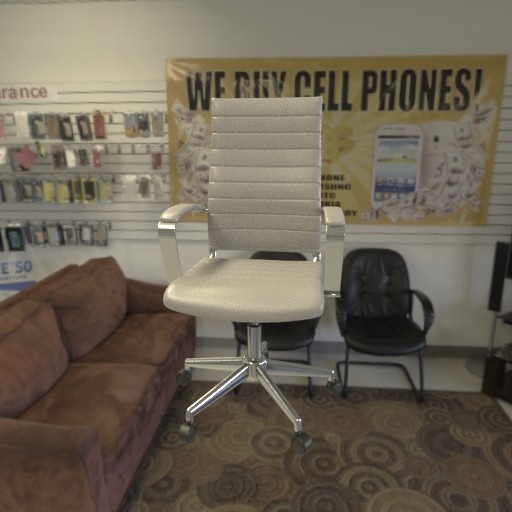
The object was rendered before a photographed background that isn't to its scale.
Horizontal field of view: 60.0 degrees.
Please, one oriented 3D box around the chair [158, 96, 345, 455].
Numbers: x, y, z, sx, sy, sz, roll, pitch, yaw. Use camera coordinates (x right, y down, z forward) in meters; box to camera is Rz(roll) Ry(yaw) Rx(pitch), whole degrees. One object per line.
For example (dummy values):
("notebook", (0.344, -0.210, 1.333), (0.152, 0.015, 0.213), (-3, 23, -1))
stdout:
("chair", (0.000, 0.000, 1.610), (0.679, 1.149, 0.667), (2, 14, 8))
